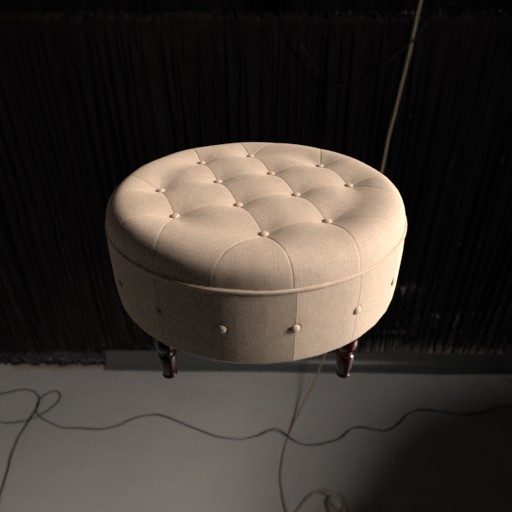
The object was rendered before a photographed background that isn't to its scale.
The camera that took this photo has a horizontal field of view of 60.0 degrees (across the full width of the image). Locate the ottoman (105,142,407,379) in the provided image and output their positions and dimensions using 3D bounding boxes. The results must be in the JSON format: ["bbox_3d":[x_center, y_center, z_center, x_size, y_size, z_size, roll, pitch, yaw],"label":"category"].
[{"bbox_3d":[0.000,0.000,1.383,0.848,0.494,0.848,0,32,0],"label":"ottoman"}]
